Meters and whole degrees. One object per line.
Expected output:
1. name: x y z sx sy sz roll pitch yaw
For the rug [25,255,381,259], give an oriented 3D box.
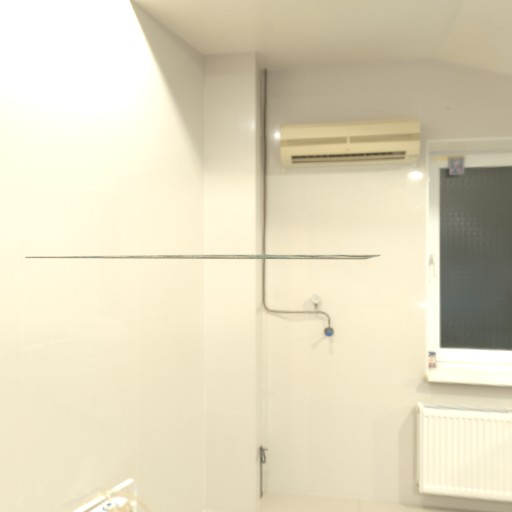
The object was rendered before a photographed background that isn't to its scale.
1. rug: 0.000 0.000 2.329 1.229 0.005 1.827 0 0 17
